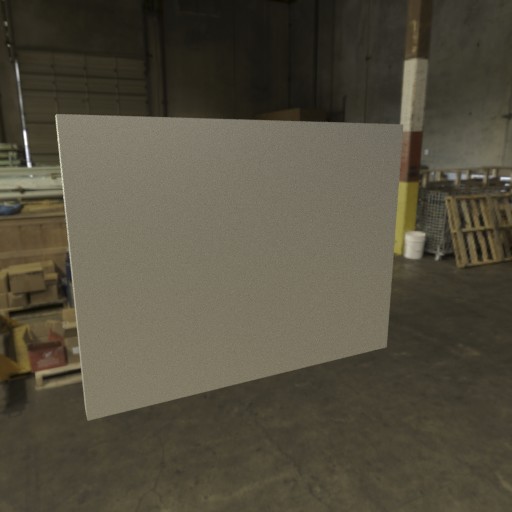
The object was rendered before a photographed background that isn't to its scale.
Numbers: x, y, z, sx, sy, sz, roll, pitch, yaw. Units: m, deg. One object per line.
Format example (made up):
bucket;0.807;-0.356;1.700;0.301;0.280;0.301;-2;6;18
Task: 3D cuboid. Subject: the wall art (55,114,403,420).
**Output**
wall art;0.000;0.000;1.371;1.056;0.801;0.066;-7;15;-25
